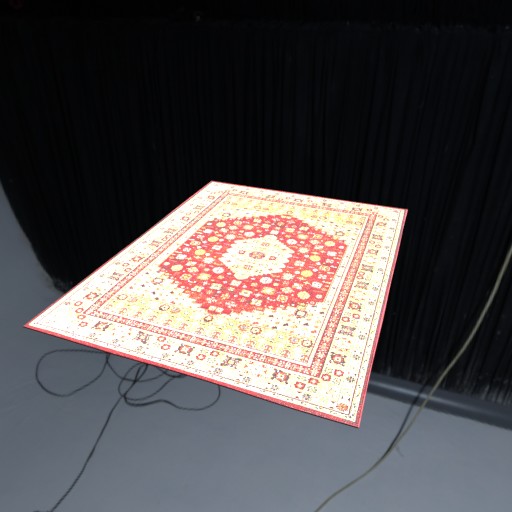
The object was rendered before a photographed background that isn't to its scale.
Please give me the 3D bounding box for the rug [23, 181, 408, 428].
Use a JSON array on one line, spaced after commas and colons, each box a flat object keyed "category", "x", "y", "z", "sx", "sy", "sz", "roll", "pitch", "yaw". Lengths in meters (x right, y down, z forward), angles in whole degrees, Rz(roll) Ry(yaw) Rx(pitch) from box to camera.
[{"category": "rug", "x": 0.000, "y": 0.000, "z": 4.014, "sx": 2.387, "sy": 0.013, "sz": 3.053, "roll": 11, "pitch": 32, "yaw": 18}]
